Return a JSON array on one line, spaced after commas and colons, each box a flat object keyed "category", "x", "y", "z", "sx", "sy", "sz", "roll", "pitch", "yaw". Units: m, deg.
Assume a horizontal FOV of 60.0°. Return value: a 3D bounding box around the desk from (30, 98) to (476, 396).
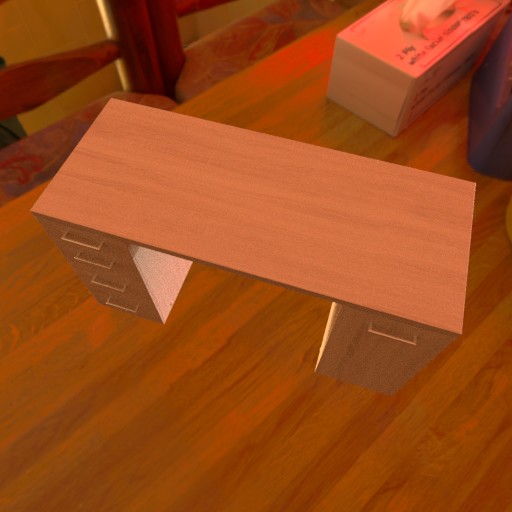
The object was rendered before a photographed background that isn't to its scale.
[{"category": "desk", "x": 0.000, "y": 0.000, "z": 1.796, "sx": 1.390, "sy": 0.740, "sz": 0.600, "roll": 16, "pitch": 61, "yaw": 9}]
